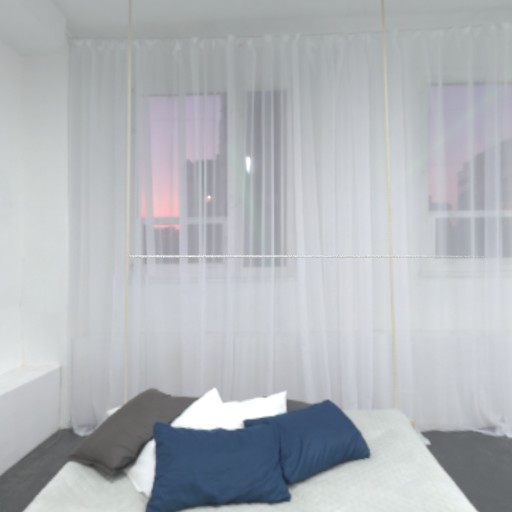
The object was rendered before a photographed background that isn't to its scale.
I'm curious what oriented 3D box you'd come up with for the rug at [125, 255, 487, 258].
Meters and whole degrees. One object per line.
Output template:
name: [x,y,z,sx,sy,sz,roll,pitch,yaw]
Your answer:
rug: [0.000,0.000,4.236,2.354,0.007,3.196,0,0,-17]
